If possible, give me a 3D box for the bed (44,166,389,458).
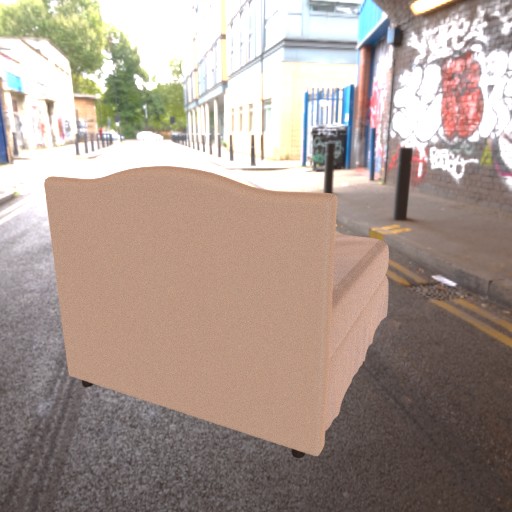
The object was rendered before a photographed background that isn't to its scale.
[{"bbox_3d":[0.000,0.000,3.308,1.753,1.460,2.143,8,18,25],"label":"bed"}]
